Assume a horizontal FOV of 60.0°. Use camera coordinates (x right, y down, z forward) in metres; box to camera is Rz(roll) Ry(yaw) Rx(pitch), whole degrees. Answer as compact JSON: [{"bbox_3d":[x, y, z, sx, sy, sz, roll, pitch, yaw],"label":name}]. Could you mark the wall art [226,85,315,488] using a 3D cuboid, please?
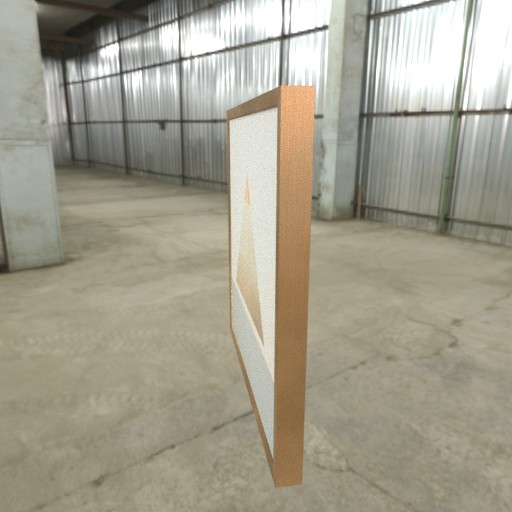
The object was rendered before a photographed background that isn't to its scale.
[{"bbox_3d":[0.000,0.000,0.779,0.038,0.511,0.513,-3,15,-10],"label":"wall art"}]
